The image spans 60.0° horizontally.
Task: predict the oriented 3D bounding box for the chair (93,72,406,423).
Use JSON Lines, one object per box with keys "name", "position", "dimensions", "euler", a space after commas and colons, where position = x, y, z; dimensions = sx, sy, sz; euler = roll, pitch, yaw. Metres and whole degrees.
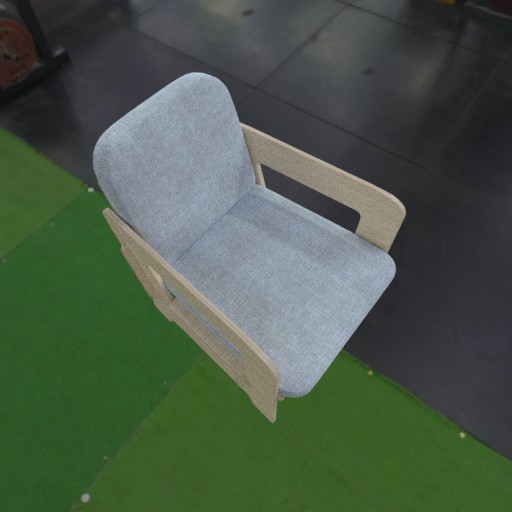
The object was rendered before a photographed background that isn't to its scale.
{"name": "chair", "position": [0.000, 0.000, 1.319], "dimensions": [0.710, 0.800, 0.590], "euler": [35, 64, 19]}
